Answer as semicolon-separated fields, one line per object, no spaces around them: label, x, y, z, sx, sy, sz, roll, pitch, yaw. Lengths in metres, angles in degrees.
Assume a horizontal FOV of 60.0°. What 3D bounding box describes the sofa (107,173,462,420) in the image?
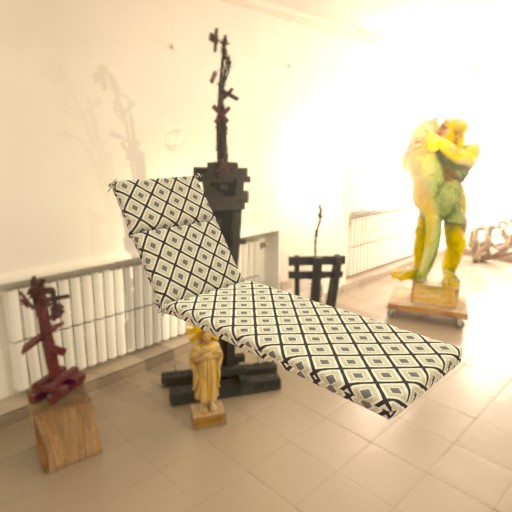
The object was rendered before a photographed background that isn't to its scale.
sofa;0.000;0.000;1.961;0.582;0.622;1.663;-14;20;-43
